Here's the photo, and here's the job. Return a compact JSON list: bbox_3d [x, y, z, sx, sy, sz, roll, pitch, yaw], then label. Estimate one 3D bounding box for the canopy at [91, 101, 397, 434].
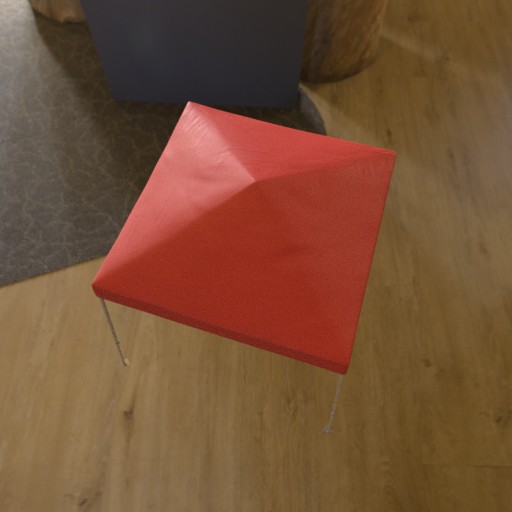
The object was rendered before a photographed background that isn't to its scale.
[{"bbox_3d":[0.000,0.000,6.450,3.600,3.600,3.599,16,64,8],"label":"canopy"}]
